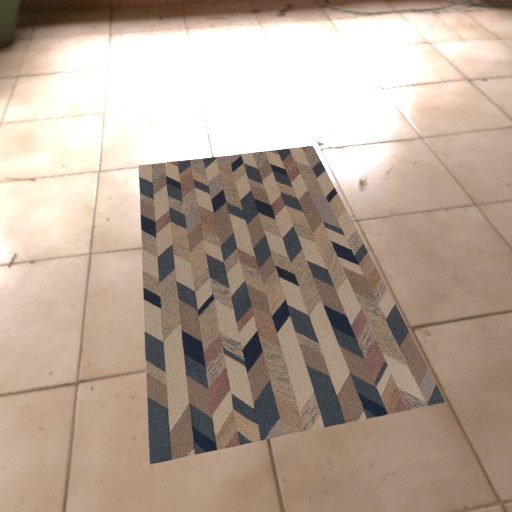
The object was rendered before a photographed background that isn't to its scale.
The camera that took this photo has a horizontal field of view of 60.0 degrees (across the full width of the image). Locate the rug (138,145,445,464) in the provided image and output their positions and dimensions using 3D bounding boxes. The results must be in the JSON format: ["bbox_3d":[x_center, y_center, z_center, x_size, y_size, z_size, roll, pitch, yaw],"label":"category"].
[{"bbox_3d":[0.000,0.000,2.982,1.513,0.008,2.423,-8,47,-8],"label":"rug"}]
